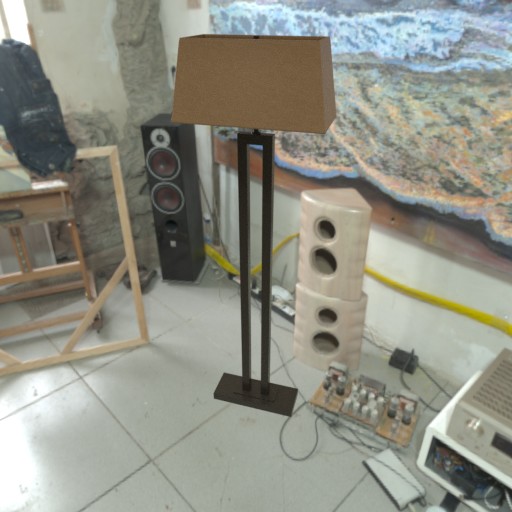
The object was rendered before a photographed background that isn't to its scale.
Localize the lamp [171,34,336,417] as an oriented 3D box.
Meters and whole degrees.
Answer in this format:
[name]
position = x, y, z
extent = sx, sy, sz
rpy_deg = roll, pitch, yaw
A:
[lamp]
position = 0.000, 0.000, 1.647
extent = 0.475, 1.469, 0.233
rpy_deg = 8, 31, 14
